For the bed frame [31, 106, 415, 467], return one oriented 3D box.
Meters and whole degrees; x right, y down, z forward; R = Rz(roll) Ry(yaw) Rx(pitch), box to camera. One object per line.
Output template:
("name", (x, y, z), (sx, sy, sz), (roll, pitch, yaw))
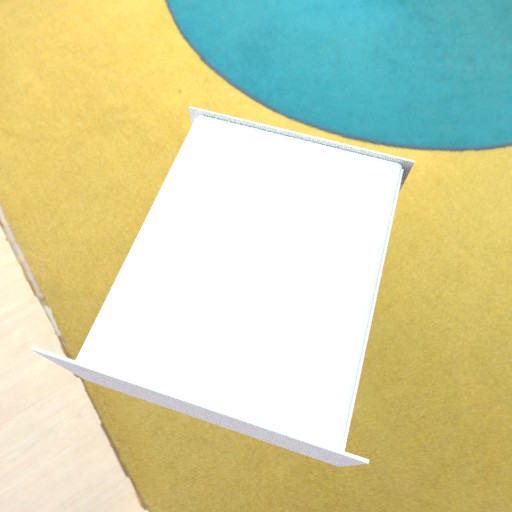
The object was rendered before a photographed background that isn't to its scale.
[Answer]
("bed frame", (0.000, 0.000, 2.904), (1.720, 0.800, 2.060), (16, 65, 8))
